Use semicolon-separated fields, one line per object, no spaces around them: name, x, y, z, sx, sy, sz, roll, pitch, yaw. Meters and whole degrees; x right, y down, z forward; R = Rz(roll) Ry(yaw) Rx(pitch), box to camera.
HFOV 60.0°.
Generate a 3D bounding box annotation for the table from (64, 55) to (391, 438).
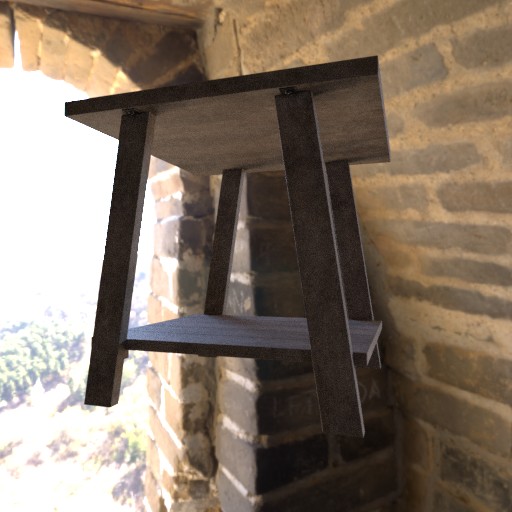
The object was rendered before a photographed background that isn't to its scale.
table;0.000;0.000;1.073;0.610;0.610;0.610;-1;-2;19
